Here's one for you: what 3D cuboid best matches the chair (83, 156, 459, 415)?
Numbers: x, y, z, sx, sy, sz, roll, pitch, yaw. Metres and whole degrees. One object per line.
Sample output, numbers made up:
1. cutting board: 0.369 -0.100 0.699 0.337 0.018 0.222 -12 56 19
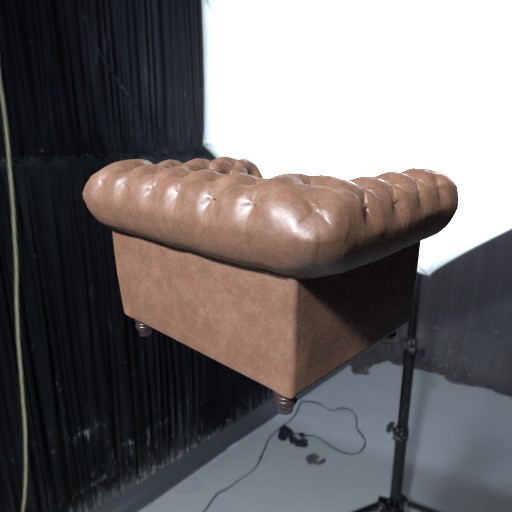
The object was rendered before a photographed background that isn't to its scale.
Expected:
1. chair: 0.000 0.000 1.860 1.298 0.784 0.954 14 21 42
